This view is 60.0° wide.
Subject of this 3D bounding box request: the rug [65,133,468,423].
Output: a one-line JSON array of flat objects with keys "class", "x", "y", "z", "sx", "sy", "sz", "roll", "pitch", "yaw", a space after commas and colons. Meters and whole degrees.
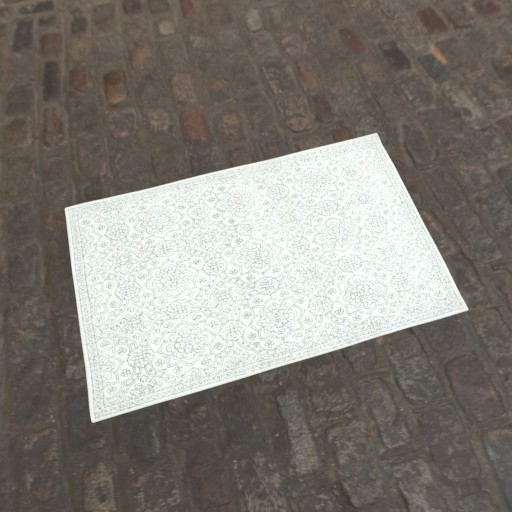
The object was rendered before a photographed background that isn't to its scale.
[{"class": "rug", "x": 0.000, "y": 0.000, "z": 3.023, "sx": 2.434, "sy": 0.023, "sz": 1.518, "roll": -15, "pitch": 66, "yaw": -7}]
